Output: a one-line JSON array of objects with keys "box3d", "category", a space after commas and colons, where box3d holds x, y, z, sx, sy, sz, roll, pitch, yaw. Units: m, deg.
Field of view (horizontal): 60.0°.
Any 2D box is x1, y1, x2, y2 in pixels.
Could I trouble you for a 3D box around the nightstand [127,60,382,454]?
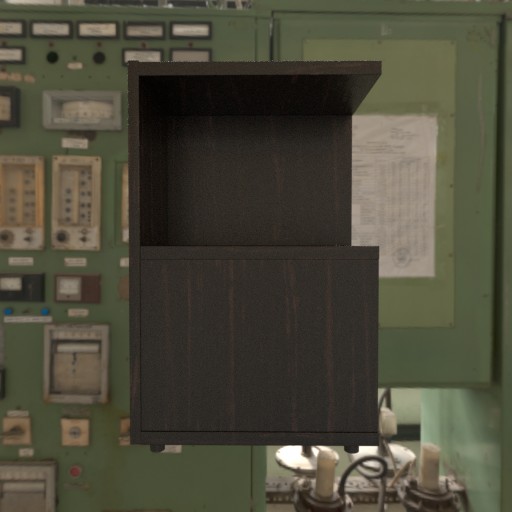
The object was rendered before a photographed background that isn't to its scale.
[{"box3d": [0.000, 0.000, 0.825, 0.356, 0.559, 0.400, 0, 1, 1], "category": "nightstand"}]
